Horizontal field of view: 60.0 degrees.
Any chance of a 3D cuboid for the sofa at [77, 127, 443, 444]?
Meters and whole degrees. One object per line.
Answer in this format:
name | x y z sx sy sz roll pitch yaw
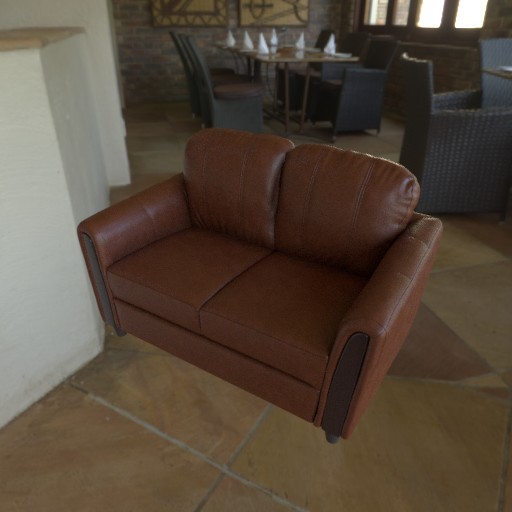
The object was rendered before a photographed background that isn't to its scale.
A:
sofa | 0.000 0.000 1.956 1.406 0.906 0.805 17 33 29
